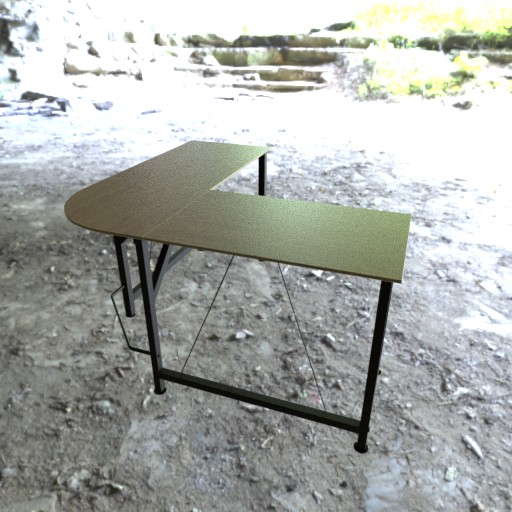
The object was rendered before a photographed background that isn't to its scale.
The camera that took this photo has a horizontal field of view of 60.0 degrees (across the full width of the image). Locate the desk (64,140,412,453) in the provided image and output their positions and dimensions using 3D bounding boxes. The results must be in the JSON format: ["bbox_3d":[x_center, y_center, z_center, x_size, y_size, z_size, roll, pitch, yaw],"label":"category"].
[{"bbox_3d":[0.000,0.000,2.234,1.400,0.762,1.400,9,29,18],"label":"desk"}]
